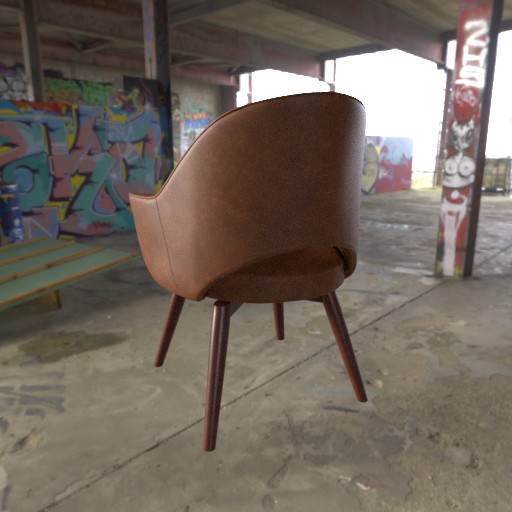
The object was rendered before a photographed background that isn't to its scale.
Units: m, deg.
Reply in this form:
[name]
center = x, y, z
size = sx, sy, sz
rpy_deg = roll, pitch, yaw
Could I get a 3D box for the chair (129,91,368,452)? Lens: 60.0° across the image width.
[chair]
center = 0.000, 0.000, 1.203
size = 0.591, 0.777, 0.640
rpy_deg = -7, 15, -26
